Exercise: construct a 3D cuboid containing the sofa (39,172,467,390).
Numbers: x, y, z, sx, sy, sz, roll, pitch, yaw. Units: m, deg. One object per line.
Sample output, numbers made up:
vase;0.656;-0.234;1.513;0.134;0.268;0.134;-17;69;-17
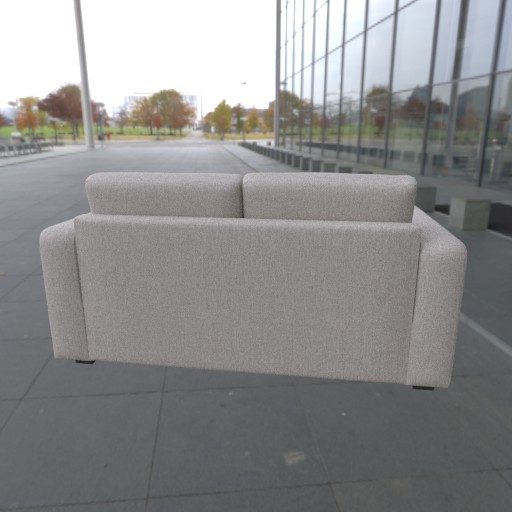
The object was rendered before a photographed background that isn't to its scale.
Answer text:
sofa;0.000;0.000;1.999;1.540;0.800;0.900;2;16;8
